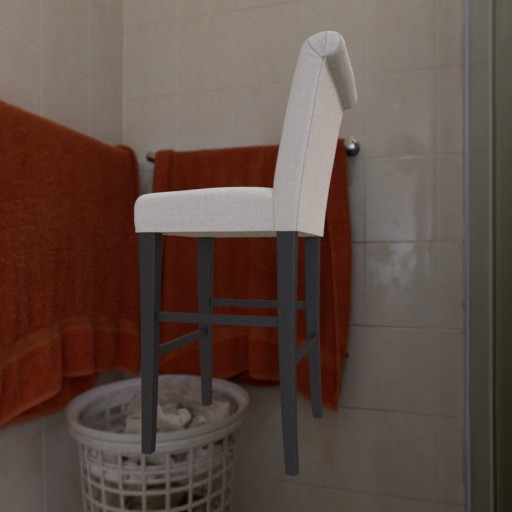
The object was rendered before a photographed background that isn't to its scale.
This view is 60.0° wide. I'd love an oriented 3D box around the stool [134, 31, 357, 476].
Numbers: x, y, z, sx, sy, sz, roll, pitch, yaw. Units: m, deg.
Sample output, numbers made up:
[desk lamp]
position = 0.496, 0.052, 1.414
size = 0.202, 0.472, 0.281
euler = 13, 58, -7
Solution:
[stool]
position = 0.000, 0.000, 1.390
size = 0.597, 1.124, 0.452
euler = 0, 0, 17
